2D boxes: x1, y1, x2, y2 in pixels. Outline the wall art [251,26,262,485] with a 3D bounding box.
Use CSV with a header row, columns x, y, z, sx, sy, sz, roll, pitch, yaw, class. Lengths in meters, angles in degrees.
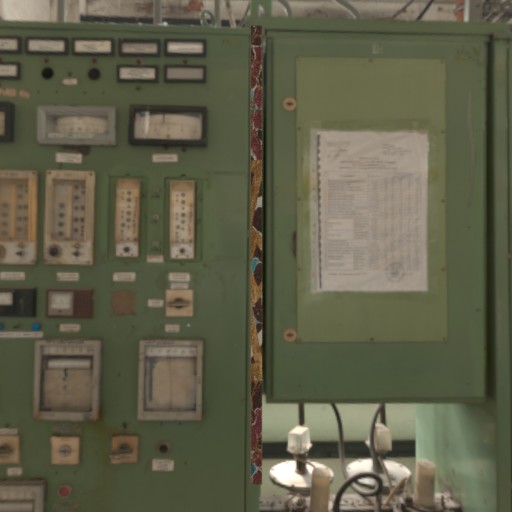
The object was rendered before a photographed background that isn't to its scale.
x,y,z,sx,sy,sz,roll,pitch,yaw,class
0.000,0.000,0.594,0.010,0.406,0.404,0,0,0,wall art
